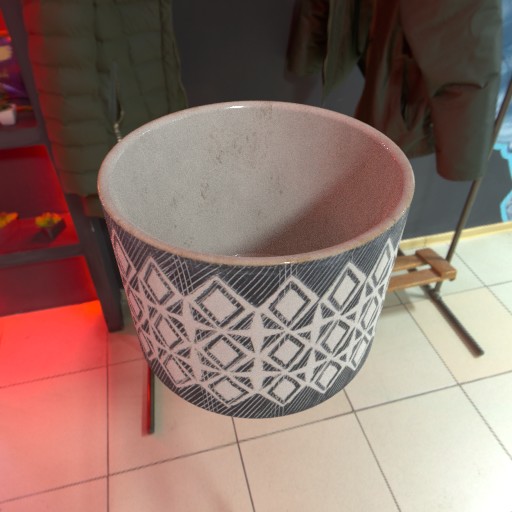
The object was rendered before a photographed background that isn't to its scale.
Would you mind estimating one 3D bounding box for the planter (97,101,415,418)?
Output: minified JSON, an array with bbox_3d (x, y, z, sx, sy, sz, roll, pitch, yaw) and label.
[{"bbox_3d":[0.000,0.000,0.217,0.126,0.104,0.126,0,41,0],"label":"planter"}]
